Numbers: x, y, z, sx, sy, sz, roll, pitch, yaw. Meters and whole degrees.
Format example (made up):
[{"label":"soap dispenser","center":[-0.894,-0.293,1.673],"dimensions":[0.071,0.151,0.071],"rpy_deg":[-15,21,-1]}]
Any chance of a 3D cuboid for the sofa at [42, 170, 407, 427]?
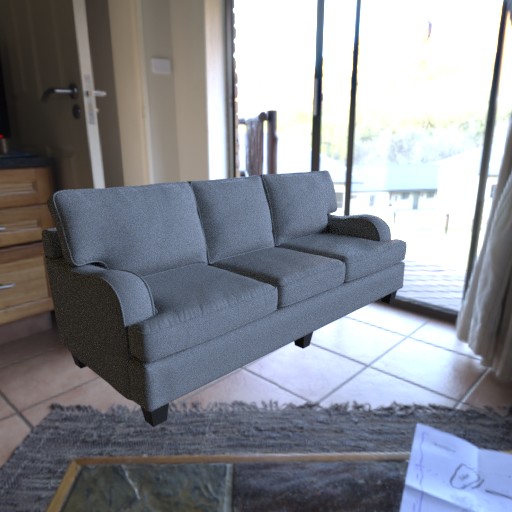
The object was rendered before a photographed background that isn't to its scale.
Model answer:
[{"label":"sofa","center":[0.000,0.000,2.899],"dimensions":[1.016,0.997,2.323],"rpy_deg":[15,21,43]}]
